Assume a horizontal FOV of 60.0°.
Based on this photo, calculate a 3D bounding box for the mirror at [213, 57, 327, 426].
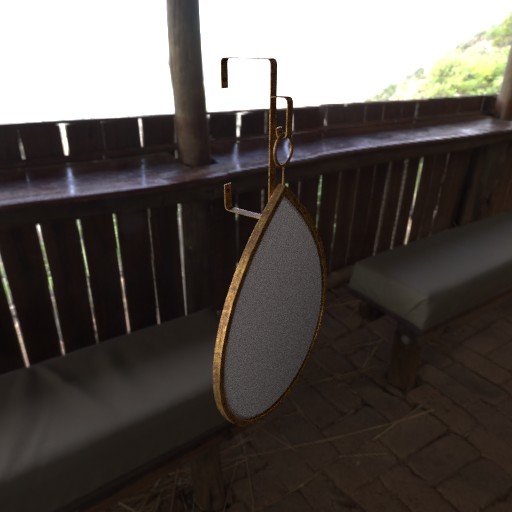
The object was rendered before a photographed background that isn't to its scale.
[{"bbox_3d":[0.000,0.000,0.912,0.144,0.744,0.405,18,31,32],"label":"mirror"}]
